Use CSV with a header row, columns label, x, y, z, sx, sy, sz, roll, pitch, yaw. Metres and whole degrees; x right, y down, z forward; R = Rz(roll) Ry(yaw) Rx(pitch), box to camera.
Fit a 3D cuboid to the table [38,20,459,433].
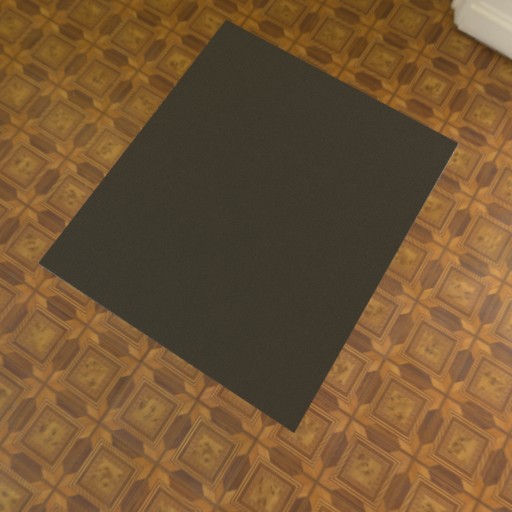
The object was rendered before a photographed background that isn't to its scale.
label,x,y,z,sx,sy,sz,roll,pitch,yaw
table,0.000,0.000,0.906,0.399,0.610,0.460,31,78,8
